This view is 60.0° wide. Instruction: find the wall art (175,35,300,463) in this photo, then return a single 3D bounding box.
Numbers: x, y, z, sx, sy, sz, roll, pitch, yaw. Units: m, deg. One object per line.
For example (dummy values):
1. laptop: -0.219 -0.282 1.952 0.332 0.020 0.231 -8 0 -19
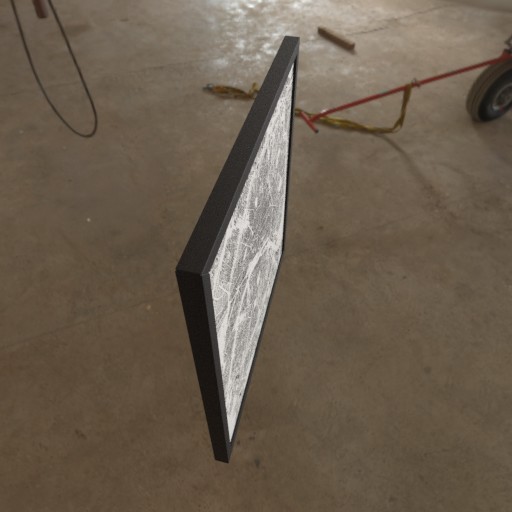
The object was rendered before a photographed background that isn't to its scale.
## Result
1. wall art: 0.000 0.000 1.106 0.037 0.763 0.763 10 49 9
